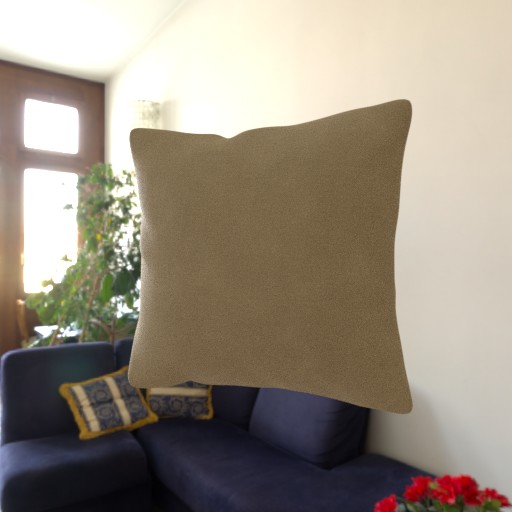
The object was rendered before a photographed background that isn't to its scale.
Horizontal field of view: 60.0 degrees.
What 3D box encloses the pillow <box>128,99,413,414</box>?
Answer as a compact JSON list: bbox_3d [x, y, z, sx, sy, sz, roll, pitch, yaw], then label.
[{"bbox_3d":[0.000,0.000,0.654,0.437,0.420,0.162,0,-1,18],"label":"pillow"}]
